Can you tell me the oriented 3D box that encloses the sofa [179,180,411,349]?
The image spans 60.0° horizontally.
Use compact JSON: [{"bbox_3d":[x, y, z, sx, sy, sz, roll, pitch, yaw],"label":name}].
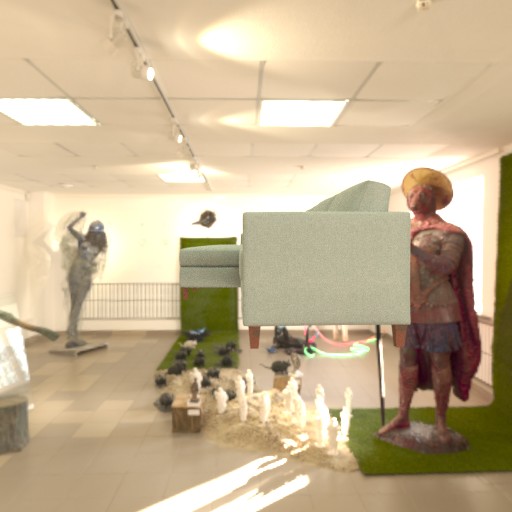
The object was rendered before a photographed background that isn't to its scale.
[{"bbox_3d":[0.000,0.000,4.090,1.600,0.953,3.470,0,1,-2],"label":"sofa"}]
